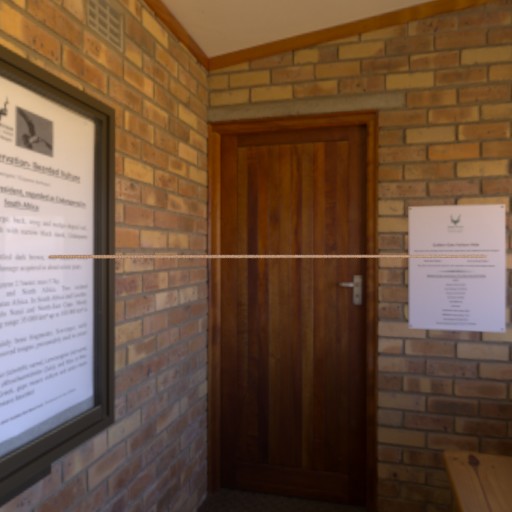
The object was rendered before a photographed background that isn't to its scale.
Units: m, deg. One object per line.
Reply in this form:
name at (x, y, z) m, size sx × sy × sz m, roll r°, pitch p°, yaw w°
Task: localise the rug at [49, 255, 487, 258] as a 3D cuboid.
rug at (0.000, 0.000, 2.898) m, size 2.290 × 0.014 × 1.526 m, roll 0°, pitch 0°, yaw -17°
